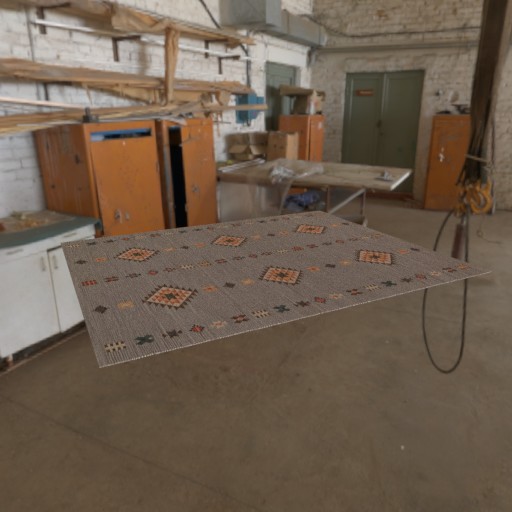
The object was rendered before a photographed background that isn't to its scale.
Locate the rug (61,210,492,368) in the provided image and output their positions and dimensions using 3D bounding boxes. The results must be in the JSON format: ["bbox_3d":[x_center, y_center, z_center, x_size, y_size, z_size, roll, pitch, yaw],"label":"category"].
[{"bbox_3d":[0.000,0.000,3.943,3.035,0.008,2.425,-9,21,-25],"label":"rug"}]
